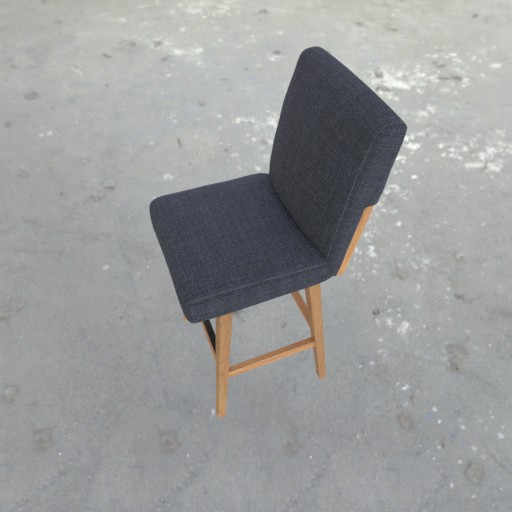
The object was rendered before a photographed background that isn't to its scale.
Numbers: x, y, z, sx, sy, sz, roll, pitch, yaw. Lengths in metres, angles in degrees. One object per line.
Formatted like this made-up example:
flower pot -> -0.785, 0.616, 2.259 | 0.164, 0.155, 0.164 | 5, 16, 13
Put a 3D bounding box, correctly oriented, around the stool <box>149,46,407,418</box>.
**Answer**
stool -> 0.000, 0.000, 1.429 | 0.570, 1.112, 0.483 | -17, 51, -14
